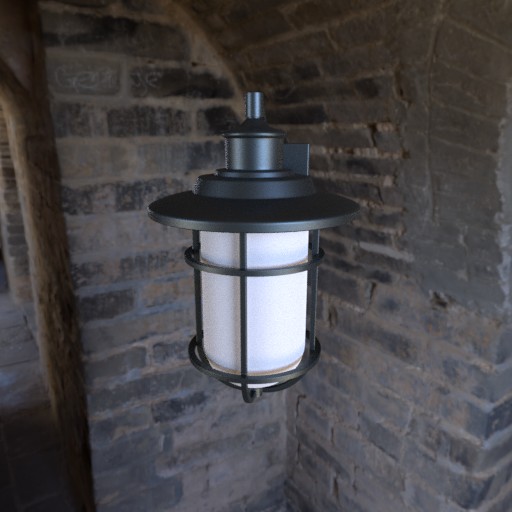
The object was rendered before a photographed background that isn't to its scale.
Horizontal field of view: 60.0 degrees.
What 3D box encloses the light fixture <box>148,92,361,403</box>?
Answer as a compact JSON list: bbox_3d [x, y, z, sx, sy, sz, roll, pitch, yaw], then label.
[{"bbox_3d":[0.000,0.000,0.501,0.222,0.345,0.252,2,15,8],"label":"light fixture"}]
